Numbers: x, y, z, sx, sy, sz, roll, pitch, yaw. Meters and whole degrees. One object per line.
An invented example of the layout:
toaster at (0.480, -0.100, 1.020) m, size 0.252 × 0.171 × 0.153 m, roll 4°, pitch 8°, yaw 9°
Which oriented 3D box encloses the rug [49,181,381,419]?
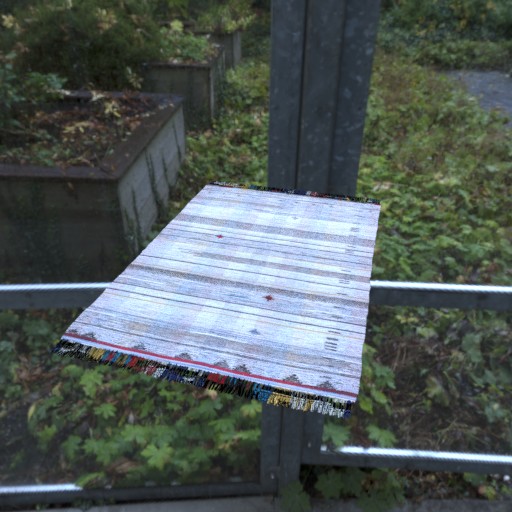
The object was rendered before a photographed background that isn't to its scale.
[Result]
rug at (0.000, 0.000, 2.349) m, size 1.217 × 0.012 × 1.848 m, roll 9°, pitch 33°, yaw 14°
